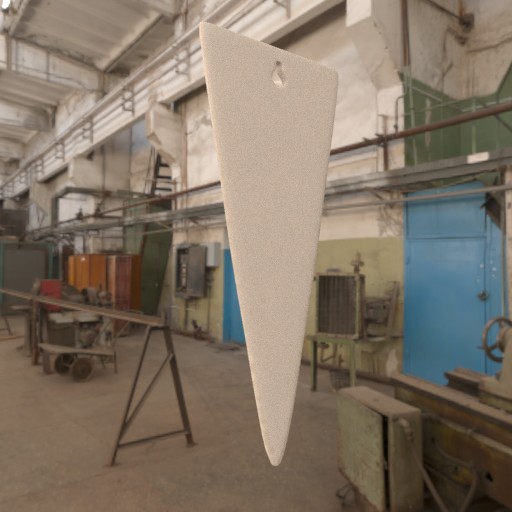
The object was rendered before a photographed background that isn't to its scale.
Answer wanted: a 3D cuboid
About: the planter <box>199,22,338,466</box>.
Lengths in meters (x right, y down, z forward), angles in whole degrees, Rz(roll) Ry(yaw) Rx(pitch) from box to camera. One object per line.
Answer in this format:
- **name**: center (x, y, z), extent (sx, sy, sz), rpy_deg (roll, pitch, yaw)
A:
- **planter**: center (0.000, 0.000, 0.382), extent (0.143, 0.338, 0.065), rpy_deg (1, -2, -36)
